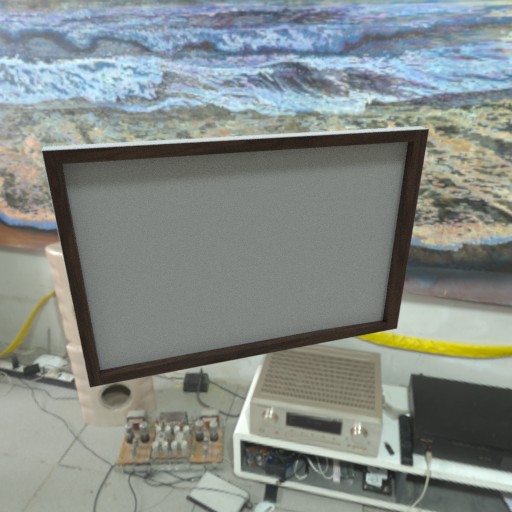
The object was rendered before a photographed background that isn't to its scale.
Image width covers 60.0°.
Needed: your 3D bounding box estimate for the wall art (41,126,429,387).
[{"bbox_3d":[0.000,0.000,1.442,1.138,0.761,0.051,-7,26,-15],"label":"wall art"}]
